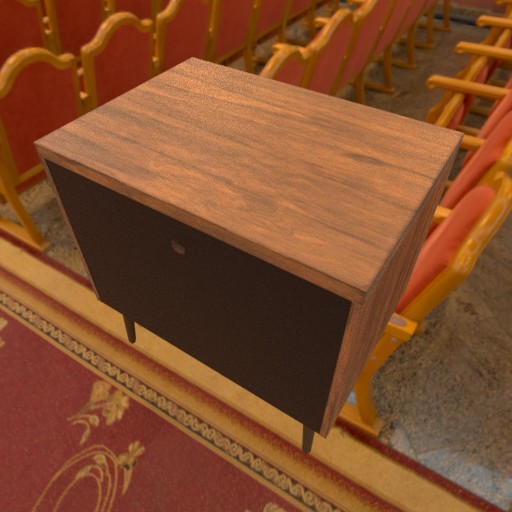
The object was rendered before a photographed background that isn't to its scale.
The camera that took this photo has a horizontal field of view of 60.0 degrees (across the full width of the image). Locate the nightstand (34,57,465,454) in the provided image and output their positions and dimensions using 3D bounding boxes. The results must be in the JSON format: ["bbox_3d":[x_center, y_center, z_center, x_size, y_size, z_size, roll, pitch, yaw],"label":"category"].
[{"bbox_3d":[0.000,0.000,0.993,0.610,0.610,0.458,25,51,22],"label":"nightstand"}]
